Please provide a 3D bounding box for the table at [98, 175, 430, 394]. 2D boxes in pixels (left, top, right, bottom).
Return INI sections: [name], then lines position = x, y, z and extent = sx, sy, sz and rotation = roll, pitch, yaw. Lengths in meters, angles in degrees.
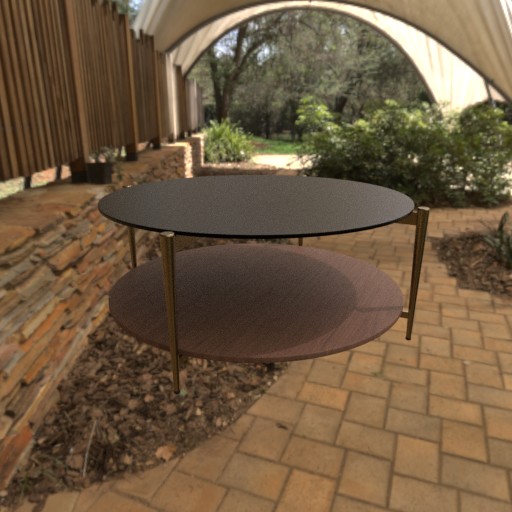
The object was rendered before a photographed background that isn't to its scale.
[table]
position = 0.000, 0.000, 1.448
extent = 0.938, 0.400, 0.938
rotation = -2, 18, -7
